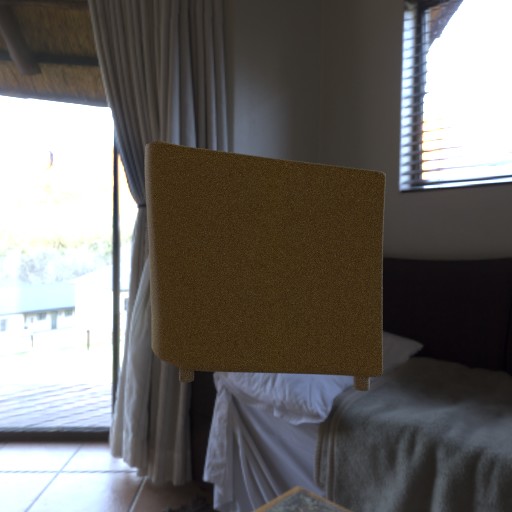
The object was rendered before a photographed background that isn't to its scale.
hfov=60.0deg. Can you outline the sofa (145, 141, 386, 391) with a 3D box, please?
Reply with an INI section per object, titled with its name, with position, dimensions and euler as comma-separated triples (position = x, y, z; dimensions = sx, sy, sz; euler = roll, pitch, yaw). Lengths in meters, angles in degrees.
[sofa]
position = 0.000, 0.000, 1.875
dimensions = 0.705, 0.721, 1.452
euler = 0, 0, 0
